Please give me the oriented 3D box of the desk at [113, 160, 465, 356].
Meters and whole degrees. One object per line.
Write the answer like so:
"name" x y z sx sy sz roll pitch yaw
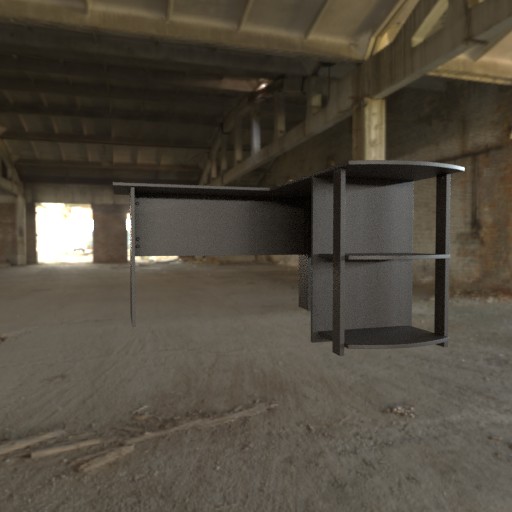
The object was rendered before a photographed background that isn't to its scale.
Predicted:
"desk" 0.000 0.000 2.119 1.303 0.716 1.361 -1 2 -17
